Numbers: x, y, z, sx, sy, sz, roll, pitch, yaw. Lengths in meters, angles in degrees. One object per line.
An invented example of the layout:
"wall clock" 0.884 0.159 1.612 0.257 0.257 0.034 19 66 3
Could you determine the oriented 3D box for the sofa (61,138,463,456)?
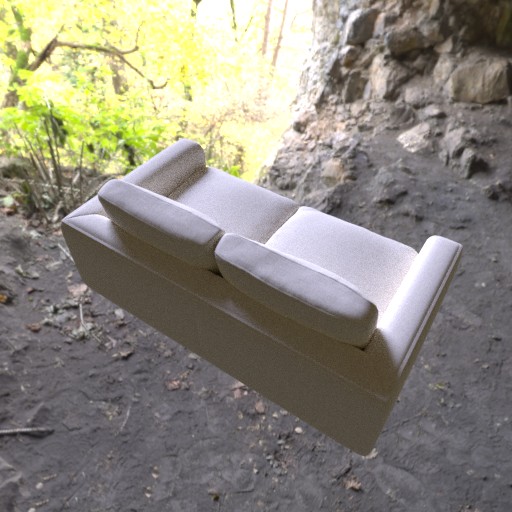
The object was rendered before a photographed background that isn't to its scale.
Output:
"sofa" 0.000 0.000 2.447 1.920 0.801 1.069 26 51 23
